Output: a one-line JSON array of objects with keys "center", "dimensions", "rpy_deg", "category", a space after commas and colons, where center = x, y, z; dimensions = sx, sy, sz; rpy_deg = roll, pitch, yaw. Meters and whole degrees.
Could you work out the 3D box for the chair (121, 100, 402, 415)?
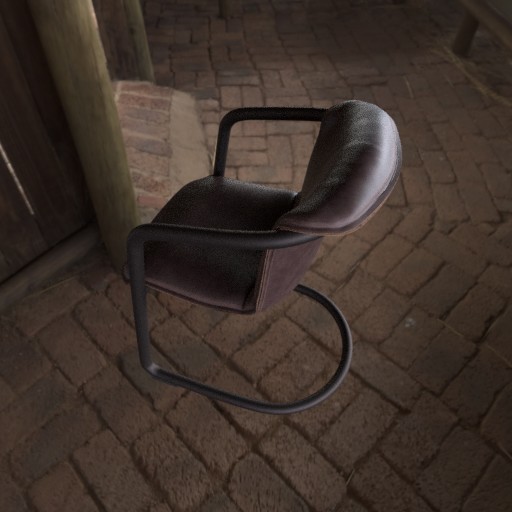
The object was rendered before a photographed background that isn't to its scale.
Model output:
[{"center": [0.000, 0.000, 1.243], "dimensions": [0.664, 0.836, 0.536], "rpy_deg": [15, 49, 14], "category": "chair"}]
